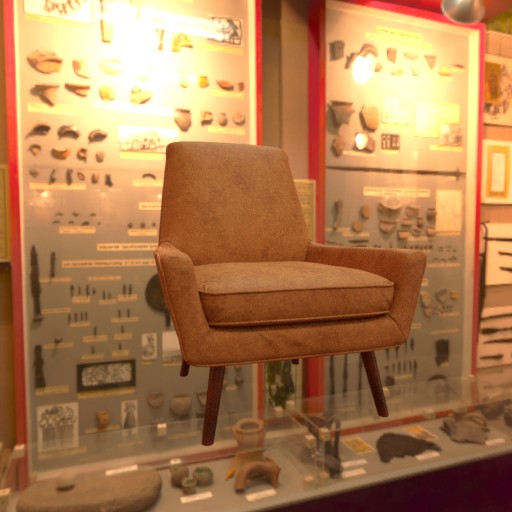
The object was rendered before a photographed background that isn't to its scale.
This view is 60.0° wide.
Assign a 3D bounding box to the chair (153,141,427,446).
[{"bbox_3d":[0.000,0.000,1.511,0.753,0.883,0.851,-1,3,-19],"label":"chair"}]
